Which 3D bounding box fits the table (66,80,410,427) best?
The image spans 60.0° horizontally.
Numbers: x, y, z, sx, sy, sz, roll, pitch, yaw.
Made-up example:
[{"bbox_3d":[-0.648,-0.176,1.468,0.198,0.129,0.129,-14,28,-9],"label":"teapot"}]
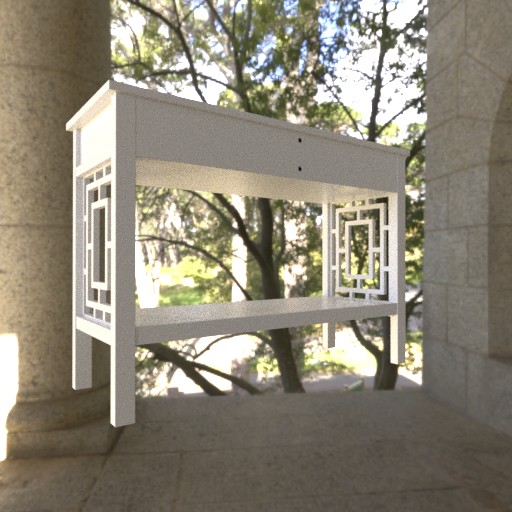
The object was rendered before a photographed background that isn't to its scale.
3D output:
[{"bbox_3d":[0.000,0.000,1.424,1.068,0.753,0.397,0,-1,-36],"label":"table"}]
